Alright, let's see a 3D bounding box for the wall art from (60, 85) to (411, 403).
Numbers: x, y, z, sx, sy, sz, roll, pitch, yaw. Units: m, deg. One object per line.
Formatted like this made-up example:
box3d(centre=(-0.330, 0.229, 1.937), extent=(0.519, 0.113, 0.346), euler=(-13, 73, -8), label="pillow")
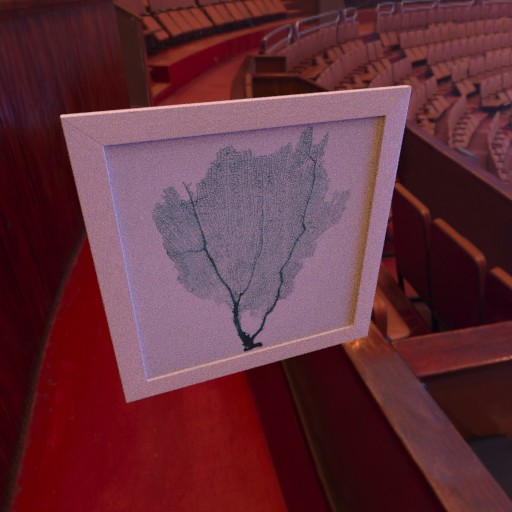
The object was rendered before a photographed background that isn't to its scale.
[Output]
box3d(centre=(0.000, 0.000, 0.844), extent=(0.572, 0.577, 0.015), euler=(-11, 34, -17), label="wall art")
